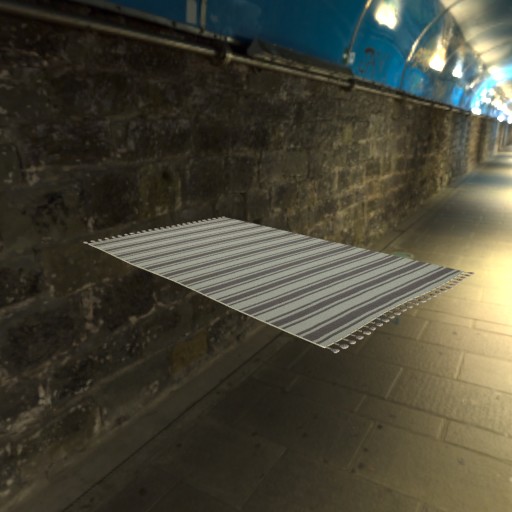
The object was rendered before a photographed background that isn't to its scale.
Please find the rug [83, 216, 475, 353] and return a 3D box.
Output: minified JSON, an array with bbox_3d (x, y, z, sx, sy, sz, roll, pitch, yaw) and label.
[{"bbox_3d":[0.000,0.000,2.655,1.229,0.011,2.096,-15,22,-42],"label":"rug"}]
